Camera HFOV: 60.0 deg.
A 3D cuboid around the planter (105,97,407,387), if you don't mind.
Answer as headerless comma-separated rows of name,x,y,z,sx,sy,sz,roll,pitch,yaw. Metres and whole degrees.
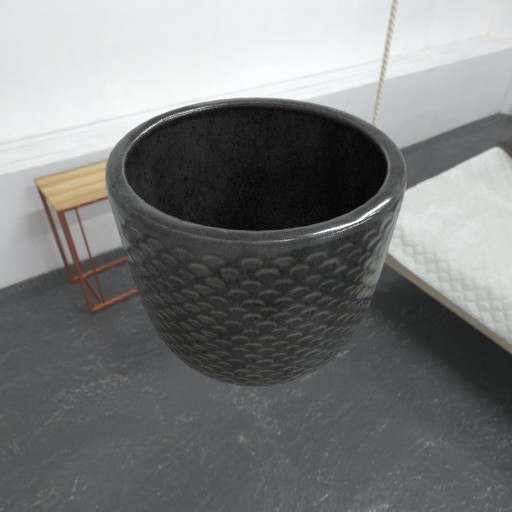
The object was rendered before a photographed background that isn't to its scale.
planter,0.000,0.000,0.250,0.140,0.129,0.140,0,40,0
